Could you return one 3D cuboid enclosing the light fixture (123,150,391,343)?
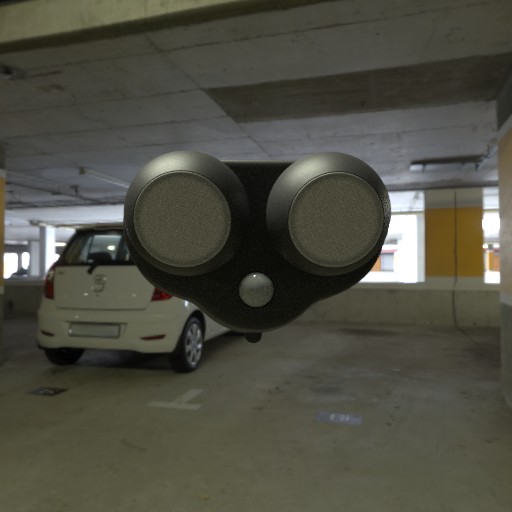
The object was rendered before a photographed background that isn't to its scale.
[{"bbox_3d":[0.000,0.000,0.341,0.229,0.159,0.159,0,-1,-2],"label":"light fixture"}]
